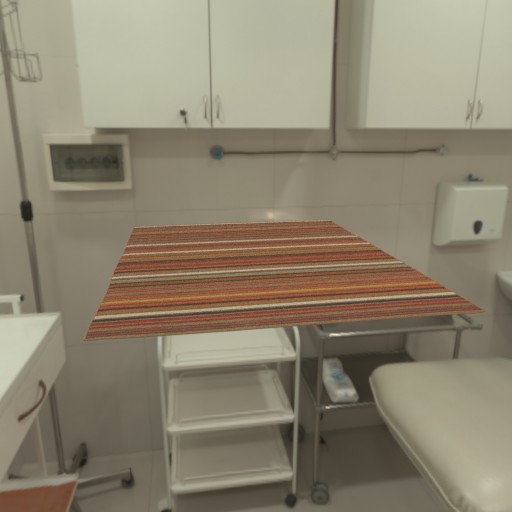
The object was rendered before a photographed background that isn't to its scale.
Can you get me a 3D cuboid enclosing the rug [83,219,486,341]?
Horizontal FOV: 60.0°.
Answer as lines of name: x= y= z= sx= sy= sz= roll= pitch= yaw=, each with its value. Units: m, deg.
rug: x=0.000 y=0.000 z=4.090 sx=2.479 sy=0.023 sz=3.092 roll=-3 pitch=16 yaw=-9
